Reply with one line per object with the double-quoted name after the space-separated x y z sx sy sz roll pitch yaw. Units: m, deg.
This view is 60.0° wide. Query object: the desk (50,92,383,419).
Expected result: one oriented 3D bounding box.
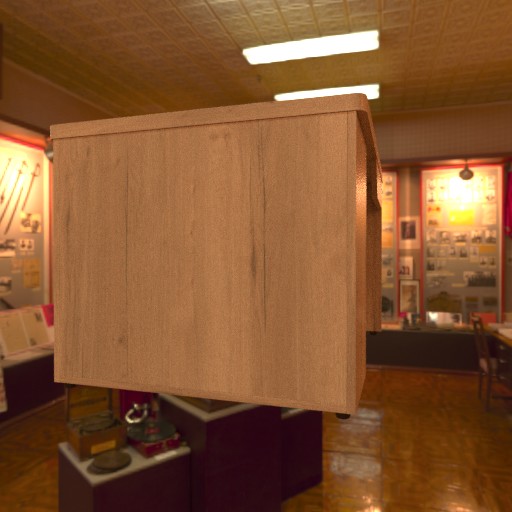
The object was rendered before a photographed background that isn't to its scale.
0.000 0.000 1.702 0.900 0.760 1.169 0 1 18 "desk"
